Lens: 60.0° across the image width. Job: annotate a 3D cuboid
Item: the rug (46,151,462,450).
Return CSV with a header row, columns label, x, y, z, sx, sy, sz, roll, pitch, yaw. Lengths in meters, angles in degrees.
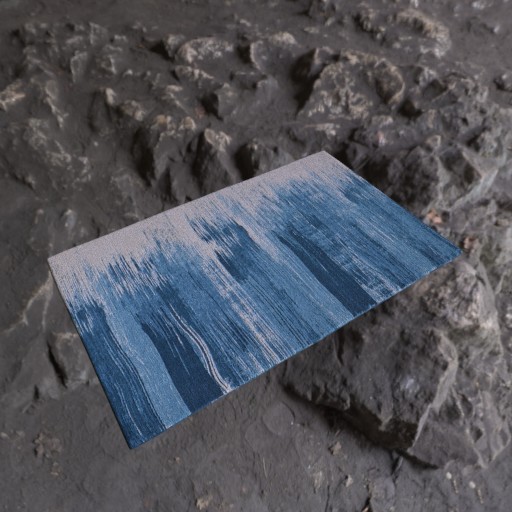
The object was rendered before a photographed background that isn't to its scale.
label,x,y,z,sx,sy,sz,roll,pitch,yaw
rug,0.000,0.000,3.040,2.450,0.027,1.540,-25,51,-22
